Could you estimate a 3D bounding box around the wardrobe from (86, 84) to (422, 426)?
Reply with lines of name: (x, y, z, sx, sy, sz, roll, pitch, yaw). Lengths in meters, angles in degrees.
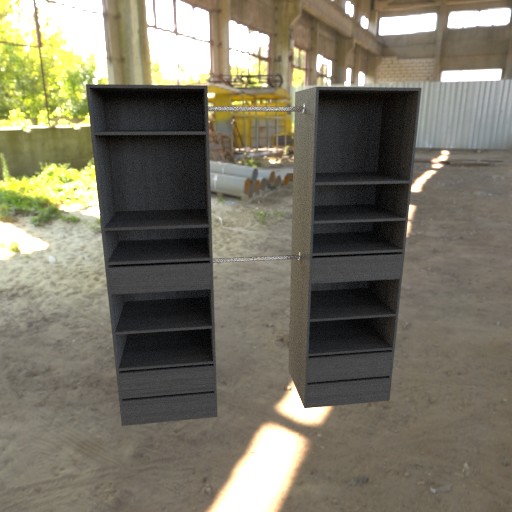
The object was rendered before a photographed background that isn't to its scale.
wardrobe: (0.000, 0.000, 2.832, 1.770, 2.000, 0.480, -3, 17, -8)
